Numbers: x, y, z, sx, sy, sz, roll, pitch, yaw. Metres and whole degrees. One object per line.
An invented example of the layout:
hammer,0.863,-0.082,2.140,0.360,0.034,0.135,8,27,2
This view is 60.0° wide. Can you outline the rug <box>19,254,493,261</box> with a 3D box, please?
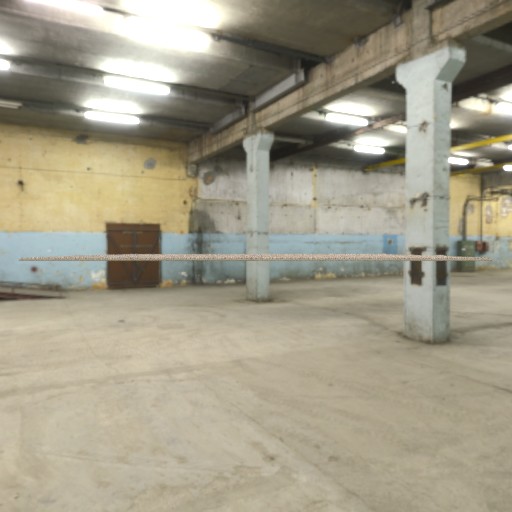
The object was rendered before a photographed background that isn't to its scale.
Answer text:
rug,0.000,0.000,4.059,3.052,0.030,2.429,0,1,1
